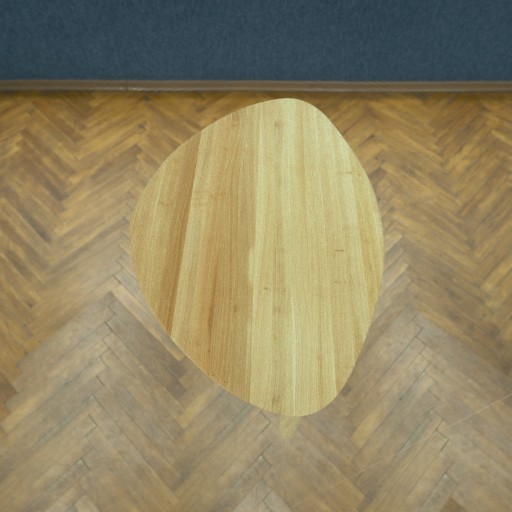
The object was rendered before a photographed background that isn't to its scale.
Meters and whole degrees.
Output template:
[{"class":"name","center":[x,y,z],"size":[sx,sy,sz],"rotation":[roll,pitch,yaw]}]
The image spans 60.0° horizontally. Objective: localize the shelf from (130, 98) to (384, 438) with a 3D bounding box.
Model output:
[{"class":"shelf","center":[0.000,0.000,1.674],"size":[0.845,0.440,1.246],"rotation":[1,59,1]}]
